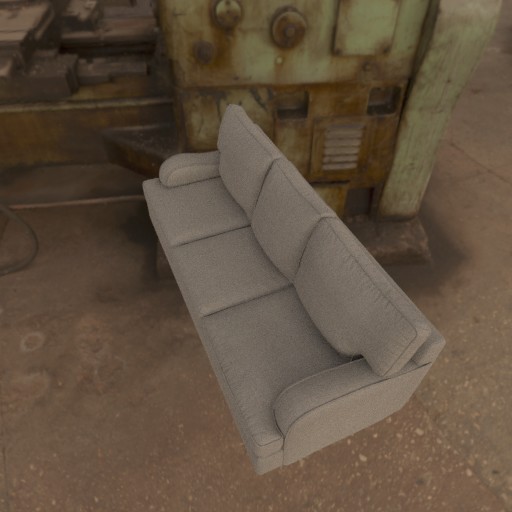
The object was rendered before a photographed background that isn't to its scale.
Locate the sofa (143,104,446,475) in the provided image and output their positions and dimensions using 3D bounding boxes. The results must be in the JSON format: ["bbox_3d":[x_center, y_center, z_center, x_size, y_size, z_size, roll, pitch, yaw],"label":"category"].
[{"bbox_3d":[0.000,0.000,2.910,1.016,0.991,2.323,-17,48,-16],"label":"sofa"}]
